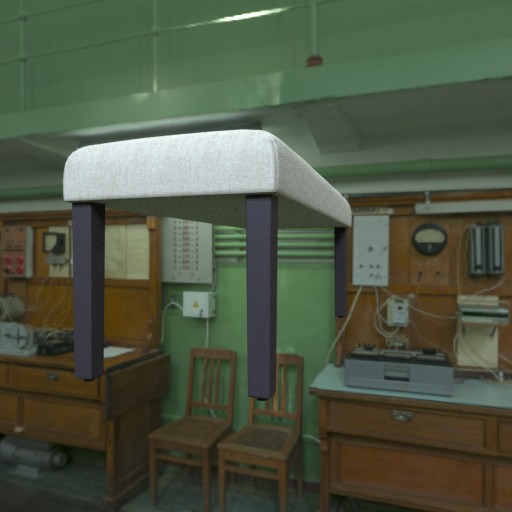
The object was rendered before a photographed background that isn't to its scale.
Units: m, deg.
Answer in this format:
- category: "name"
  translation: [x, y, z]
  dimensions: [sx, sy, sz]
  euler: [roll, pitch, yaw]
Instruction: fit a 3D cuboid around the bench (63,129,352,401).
- category: "bench"
  translation: [0.000, 0.000, 1.219]
  dimensions: [0.407, 0.456, 1.013]
  euler: [0, 0, 18]
